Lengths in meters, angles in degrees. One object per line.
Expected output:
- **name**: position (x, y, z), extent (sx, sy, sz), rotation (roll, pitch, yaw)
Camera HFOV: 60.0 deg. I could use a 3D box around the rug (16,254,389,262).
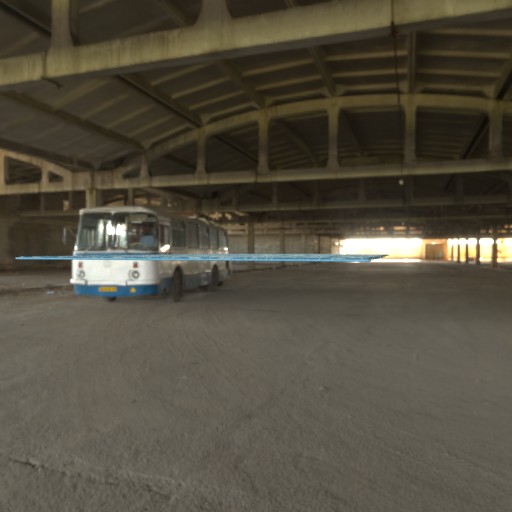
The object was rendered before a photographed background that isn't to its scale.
- **rug**: position (0.000, 0.000, 2.797), extent (1.554, 0.012, 2.205), rotation (0, 1, 18)
